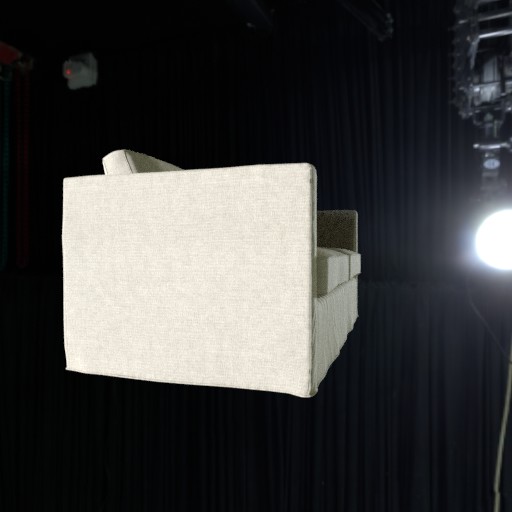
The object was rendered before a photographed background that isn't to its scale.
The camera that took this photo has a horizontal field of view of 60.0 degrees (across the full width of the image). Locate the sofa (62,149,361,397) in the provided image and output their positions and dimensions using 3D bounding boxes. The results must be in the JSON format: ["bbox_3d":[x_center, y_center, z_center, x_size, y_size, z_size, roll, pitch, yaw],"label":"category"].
[{"bbox_3d":[0.000,0.000,2.290,0.956,0.828,1.766,0,1,17],"label":"sofa"}]
